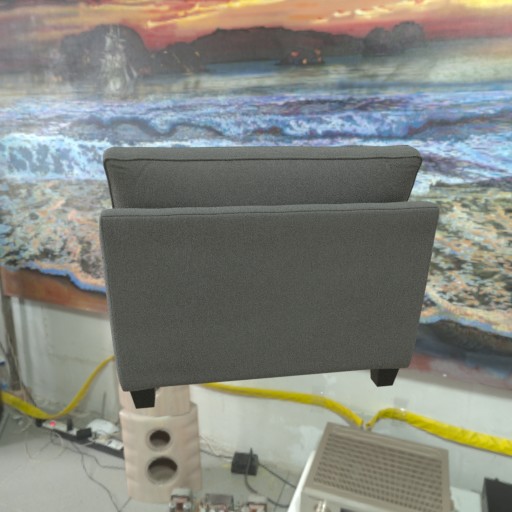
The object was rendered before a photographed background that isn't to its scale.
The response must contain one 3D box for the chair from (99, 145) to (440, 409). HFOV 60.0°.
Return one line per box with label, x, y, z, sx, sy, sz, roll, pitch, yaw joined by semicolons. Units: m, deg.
chair;0.000;0.000;2.068;1.220;1.016;1.041;-2;16;-9
